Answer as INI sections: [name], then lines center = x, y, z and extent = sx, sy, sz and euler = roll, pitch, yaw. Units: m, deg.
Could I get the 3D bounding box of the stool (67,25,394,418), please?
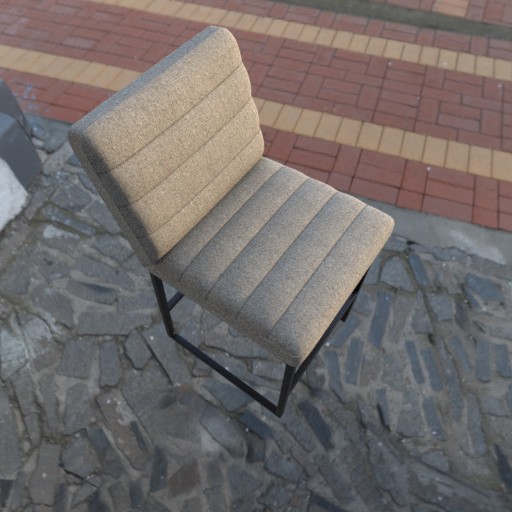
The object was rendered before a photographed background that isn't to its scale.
[stool]
center = 0.000, 0.000, 1.215
extent = 0.560, 0.940, 0.460
euler = 31, 63, 18
